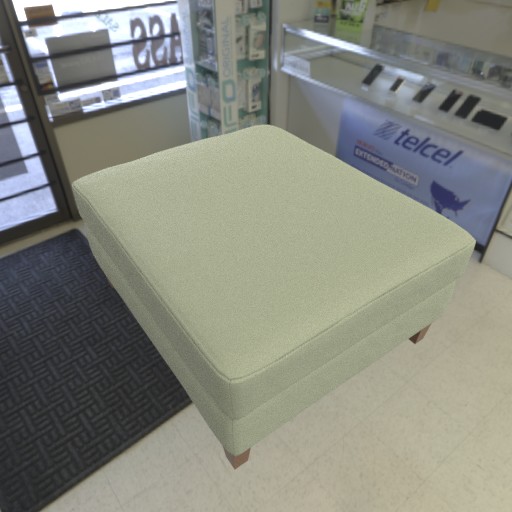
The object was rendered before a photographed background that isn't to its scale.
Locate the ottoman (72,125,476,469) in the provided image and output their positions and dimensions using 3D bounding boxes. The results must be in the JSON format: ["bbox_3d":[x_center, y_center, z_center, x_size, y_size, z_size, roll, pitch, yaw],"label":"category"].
[{"bbox_3d":[0.000,0.000,1.463,0.842,0.494,0.991,-24,45,-27],"label":"ottoman"}]
